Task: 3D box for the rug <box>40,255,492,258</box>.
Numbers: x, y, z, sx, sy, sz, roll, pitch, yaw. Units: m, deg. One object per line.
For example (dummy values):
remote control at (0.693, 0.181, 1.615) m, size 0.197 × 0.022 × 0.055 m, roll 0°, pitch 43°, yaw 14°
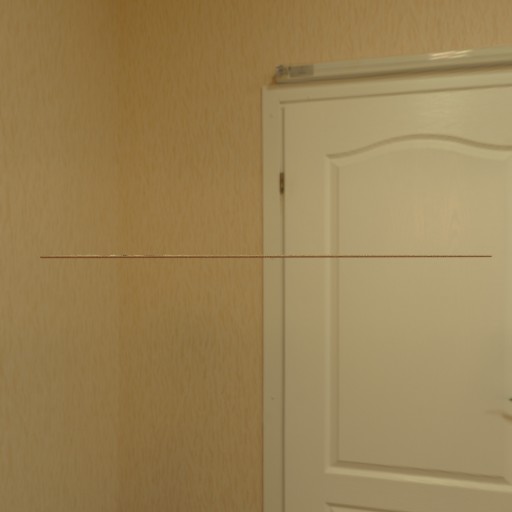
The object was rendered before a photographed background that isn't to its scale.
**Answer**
rug at (0.000, 0.000, 2.287) m, size 1.829 × 0.008 × 1.219 m, roll 0°, pitch 0°, yaw -16°
